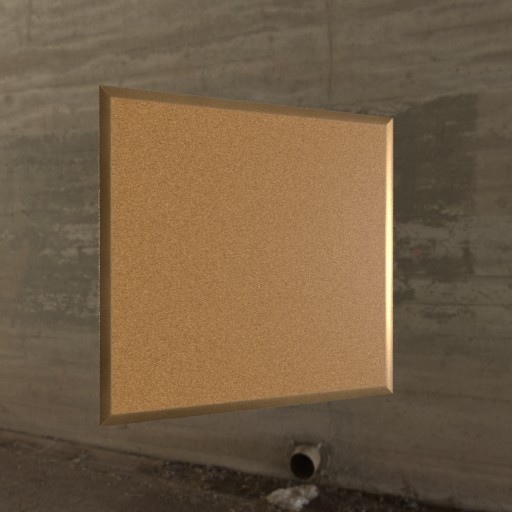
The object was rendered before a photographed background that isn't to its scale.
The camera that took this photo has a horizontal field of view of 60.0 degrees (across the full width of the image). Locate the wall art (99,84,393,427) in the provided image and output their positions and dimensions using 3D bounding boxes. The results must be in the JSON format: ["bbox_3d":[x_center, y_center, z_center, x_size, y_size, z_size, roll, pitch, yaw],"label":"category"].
[{"bbox_3d":[0.000,0.000,0.458,0.305,0.303,0.038,0,0,-18],"label":"wall art"}]
